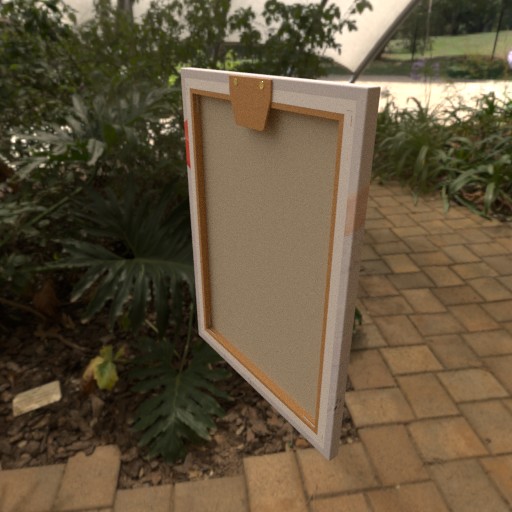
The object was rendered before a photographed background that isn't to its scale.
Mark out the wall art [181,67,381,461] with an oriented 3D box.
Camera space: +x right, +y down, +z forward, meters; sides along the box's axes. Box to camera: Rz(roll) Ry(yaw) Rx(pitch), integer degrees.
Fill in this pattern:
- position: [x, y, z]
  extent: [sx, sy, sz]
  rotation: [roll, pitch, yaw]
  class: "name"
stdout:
- position: [0.000, 0.000, 1.338]
  extent: [0.045, 1.014, 0.759]
  rotation: [-18, 31, -32]
  class: "wall art"
